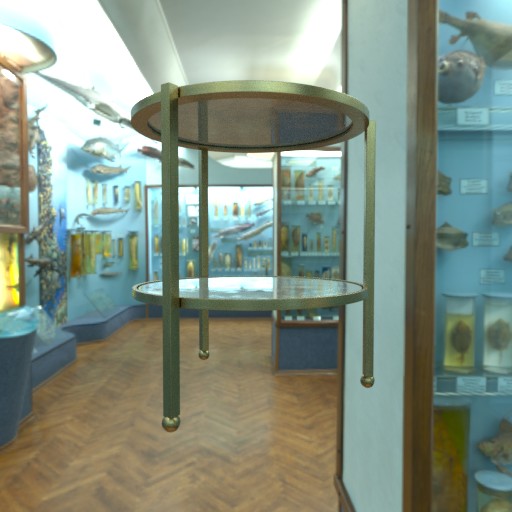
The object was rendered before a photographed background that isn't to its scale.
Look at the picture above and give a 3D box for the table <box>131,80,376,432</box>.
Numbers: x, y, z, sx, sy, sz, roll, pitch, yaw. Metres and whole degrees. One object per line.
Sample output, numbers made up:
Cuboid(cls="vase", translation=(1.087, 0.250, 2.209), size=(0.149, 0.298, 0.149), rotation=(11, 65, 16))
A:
Cuboid(cls="table", translation=(0.000, 0.000, 0.449), size=(0.243, 0.269, 0.231), rotation=(0, 2, 0))
